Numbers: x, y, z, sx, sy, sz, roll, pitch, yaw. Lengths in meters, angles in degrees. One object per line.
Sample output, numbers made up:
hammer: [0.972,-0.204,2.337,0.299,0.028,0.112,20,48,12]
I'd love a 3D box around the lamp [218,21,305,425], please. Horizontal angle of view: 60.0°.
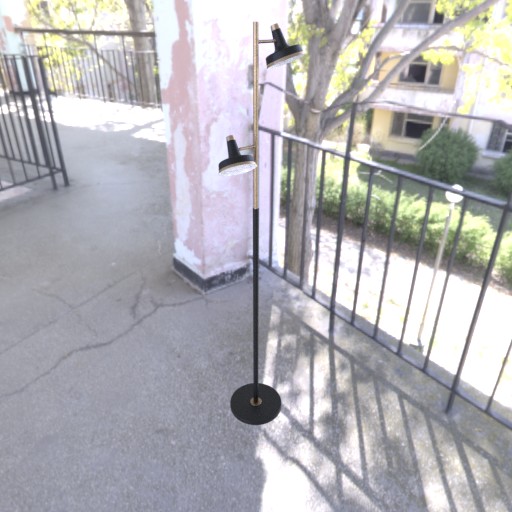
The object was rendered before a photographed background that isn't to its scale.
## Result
lamp: [0.000,0.000,1.791,0.351,1.674,0.253,-21,35,-33]
